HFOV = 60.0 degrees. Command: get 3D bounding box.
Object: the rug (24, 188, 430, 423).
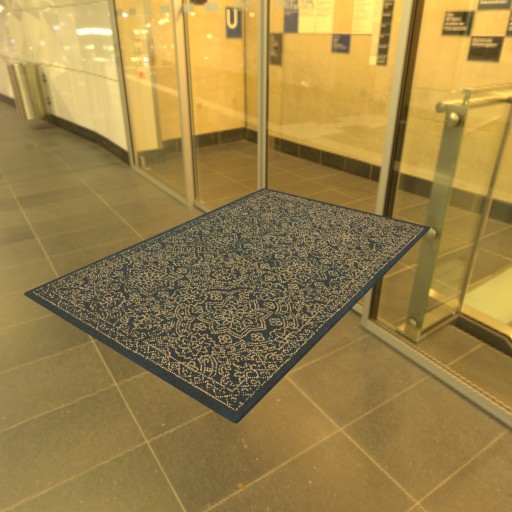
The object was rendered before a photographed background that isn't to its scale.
[{"bbox_3d":[0.000,0.000,2.295,1.219,0.010,1.829,19,33,32],"label":"rug"}]
